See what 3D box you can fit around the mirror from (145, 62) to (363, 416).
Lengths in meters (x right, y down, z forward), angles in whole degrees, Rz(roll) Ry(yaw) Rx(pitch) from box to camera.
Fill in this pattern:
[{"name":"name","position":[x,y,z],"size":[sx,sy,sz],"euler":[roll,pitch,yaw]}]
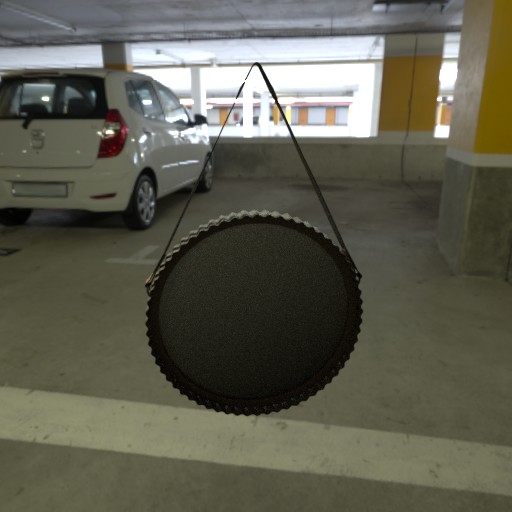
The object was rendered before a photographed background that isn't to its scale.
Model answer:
[{"name":"mirror","position":[0.000,0.000,0.705],"size":[0.355,0.568,0.042],"euler":[-2,17,-8]}]
